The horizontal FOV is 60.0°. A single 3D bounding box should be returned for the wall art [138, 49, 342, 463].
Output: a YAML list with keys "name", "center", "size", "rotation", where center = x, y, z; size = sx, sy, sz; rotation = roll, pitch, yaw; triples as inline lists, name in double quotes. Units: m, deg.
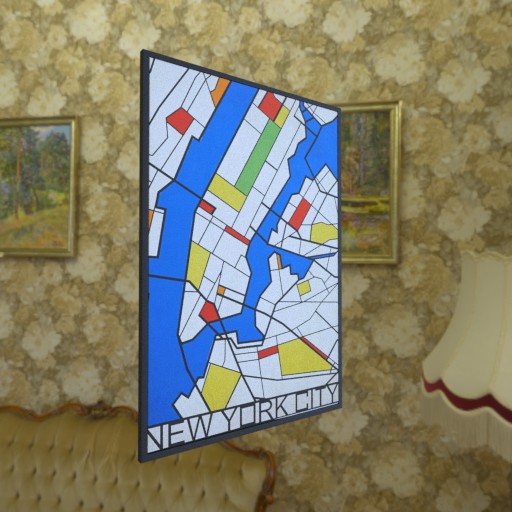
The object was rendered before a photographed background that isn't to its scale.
- name: "wall art"
  center: [0.000, 0.000, 0.846]
  size: [0.460, 0.660, 0.013]
  rotation: [1, -1, -36]
